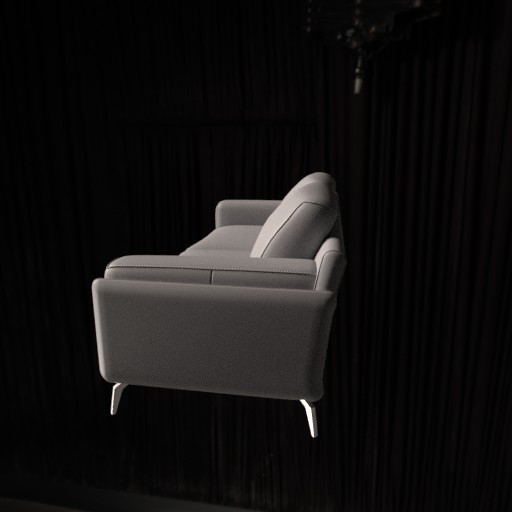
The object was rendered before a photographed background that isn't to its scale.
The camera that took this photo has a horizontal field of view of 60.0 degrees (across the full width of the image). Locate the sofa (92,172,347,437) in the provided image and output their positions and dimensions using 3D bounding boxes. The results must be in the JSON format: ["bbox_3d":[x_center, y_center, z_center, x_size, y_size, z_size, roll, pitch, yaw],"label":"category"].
[{"bbox_3d":[0.000,0.000,2.642,0.969,0.900,2.100,2,15,9],"label":"sofa"}]
